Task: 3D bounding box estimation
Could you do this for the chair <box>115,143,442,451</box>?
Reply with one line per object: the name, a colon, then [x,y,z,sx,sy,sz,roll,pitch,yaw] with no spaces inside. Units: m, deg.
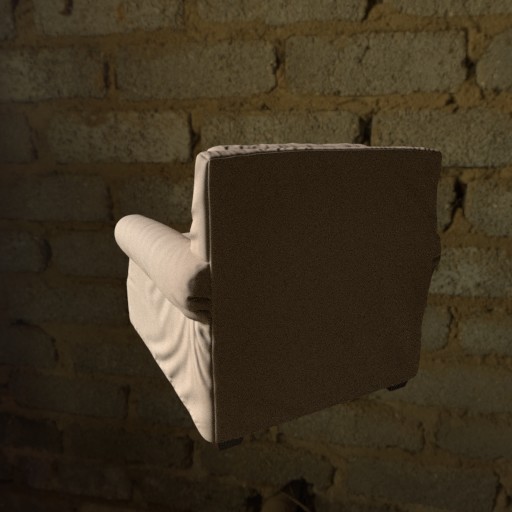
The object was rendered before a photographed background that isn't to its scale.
chair: [0.000,0.000,1.742,0.940,0.866,1.066,-8,17,-27]
